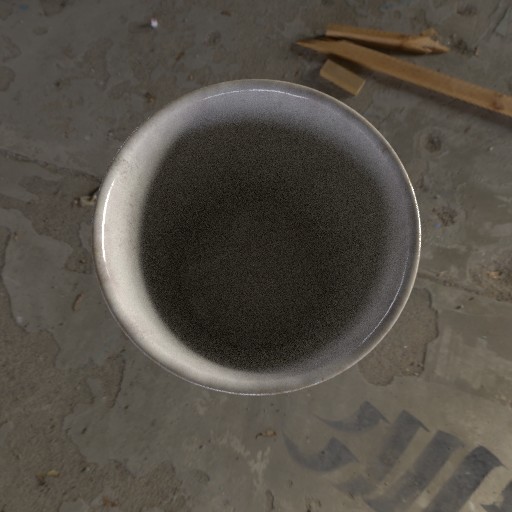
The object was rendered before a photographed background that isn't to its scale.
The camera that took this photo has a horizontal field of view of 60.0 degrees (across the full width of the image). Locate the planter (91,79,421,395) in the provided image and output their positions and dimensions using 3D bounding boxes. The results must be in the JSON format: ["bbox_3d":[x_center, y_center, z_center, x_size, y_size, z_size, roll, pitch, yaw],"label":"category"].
[{"bbox_3d":[0.000,0.000,0.339,0.193,0.165,0.193,0,76,0],"label":"planter"}]
